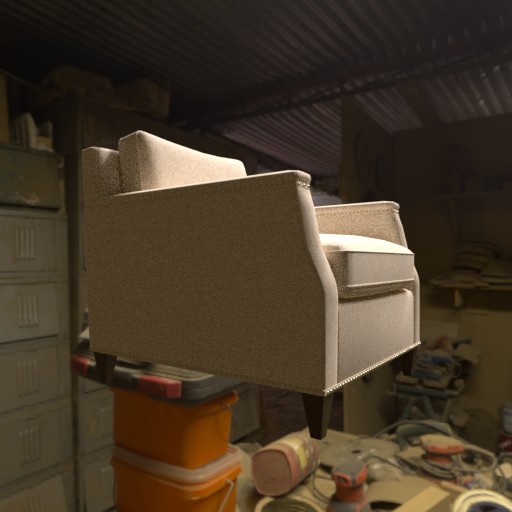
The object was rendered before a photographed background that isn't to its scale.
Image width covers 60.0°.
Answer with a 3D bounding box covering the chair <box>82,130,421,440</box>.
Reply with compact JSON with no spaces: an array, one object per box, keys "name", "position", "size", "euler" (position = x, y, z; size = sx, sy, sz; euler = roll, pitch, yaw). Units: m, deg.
[{"name":"chair","position":[0.000,0.000,1.714],"size":[1.041,0.940,0.838],"euler":[-1,-1,36]}]
